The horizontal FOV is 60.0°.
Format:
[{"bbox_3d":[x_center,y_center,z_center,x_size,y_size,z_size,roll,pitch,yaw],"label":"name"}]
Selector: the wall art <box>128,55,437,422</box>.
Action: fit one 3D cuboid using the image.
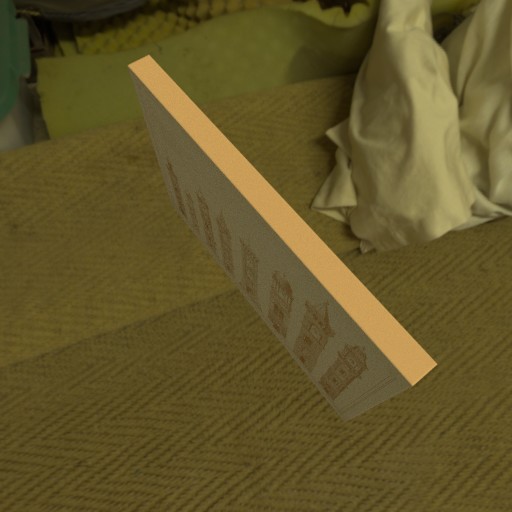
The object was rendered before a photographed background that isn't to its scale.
[{"bbox_3d":[0.000,0.000,0.772,0.039,0.407,0.609,-34,69,-15],"label":"wall art"}]
